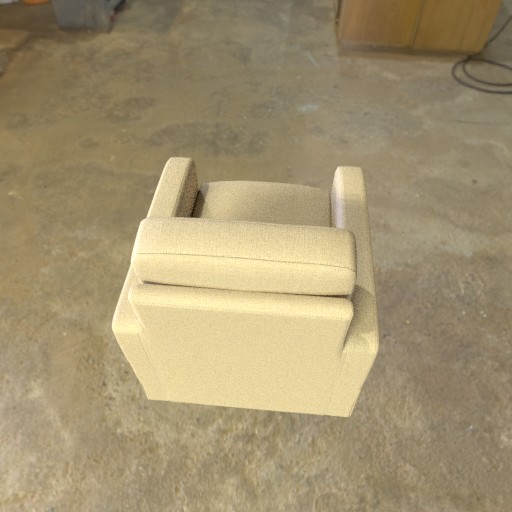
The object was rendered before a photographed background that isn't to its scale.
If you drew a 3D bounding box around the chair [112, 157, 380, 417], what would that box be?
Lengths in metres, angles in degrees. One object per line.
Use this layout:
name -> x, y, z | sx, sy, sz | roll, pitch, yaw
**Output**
chair -> 0.000, 0.000, 1.557 | 0.755, 0.827, 0.888 | 4, 47, 4
